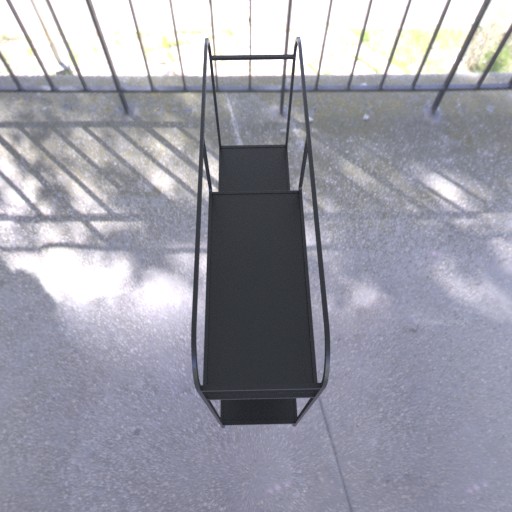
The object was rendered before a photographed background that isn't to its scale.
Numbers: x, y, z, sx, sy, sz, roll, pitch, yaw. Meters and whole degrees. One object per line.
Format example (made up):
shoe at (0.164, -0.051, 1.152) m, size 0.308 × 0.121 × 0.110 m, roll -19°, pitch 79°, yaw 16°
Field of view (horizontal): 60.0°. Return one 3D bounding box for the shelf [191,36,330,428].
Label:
shelf at (0.000, 0.000, 0.889) m, size 0.160 × 0.600 × 0.600 m, roll -1°, pitch 64°, yaw -1°
